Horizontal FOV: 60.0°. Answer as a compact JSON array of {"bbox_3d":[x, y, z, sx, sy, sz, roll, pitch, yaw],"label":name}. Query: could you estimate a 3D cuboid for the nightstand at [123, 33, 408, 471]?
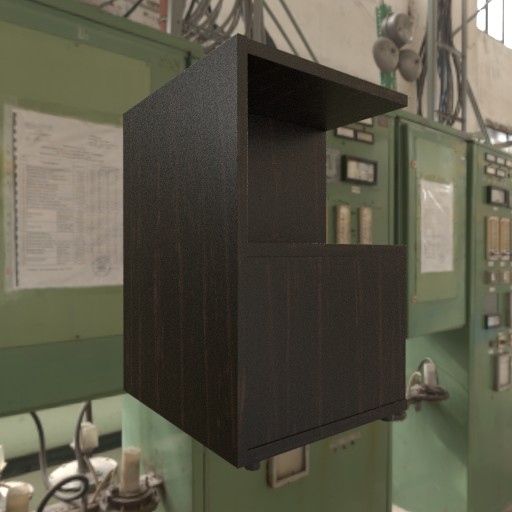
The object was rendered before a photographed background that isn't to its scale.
[{"bbox_3d":[0.000,0.000,0.820,0.356,0.559,0.400,0,0,-37],"label":"nightstand"}]
